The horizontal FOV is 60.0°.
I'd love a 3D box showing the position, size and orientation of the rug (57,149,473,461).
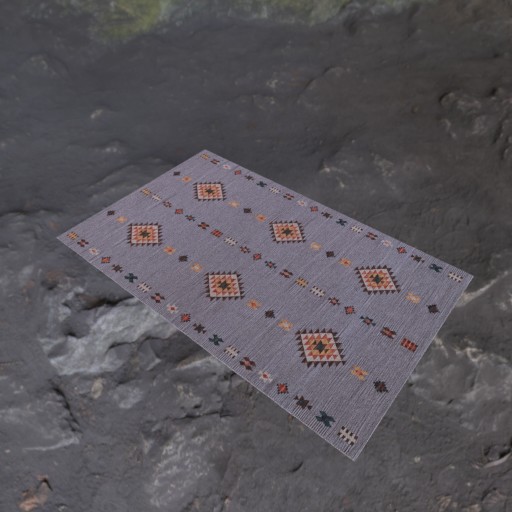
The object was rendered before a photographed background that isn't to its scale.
[{"bbox_3d":[0.000,0.000,3.021,2.427,0.007,1.515,30,52,27],"label":"rug"}]
